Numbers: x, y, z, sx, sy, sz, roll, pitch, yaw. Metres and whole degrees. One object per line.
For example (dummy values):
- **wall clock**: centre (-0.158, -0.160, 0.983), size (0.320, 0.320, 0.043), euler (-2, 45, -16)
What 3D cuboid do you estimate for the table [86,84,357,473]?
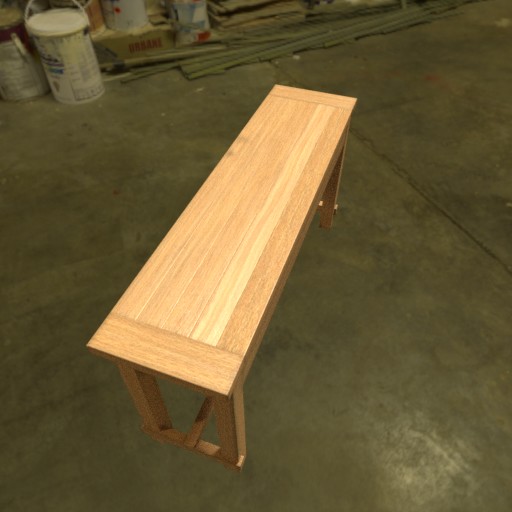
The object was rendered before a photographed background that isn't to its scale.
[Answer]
- **table**: centre (0.000, 0.000, 1.931), size (0.442, 0.762, 1.599), euler (15, 49, 14)
